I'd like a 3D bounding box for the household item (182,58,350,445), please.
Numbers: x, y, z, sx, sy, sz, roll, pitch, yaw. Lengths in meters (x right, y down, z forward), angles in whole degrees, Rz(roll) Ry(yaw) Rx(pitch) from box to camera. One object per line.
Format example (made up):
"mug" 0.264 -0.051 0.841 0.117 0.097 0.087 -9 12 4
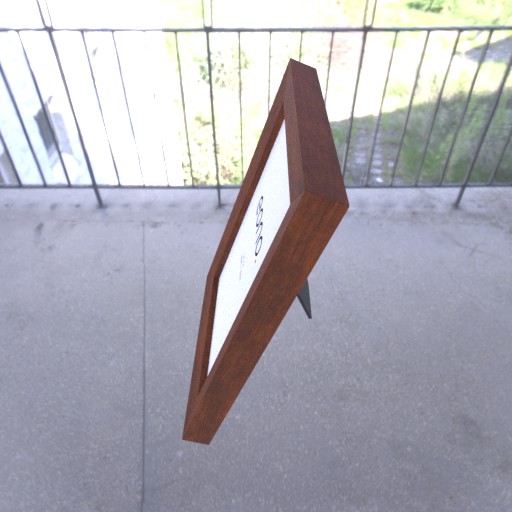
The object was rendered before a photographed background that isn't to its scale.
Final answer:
"household item" 0.000 0.000 0.295 0.096 0.204 0.160 1 41 1
